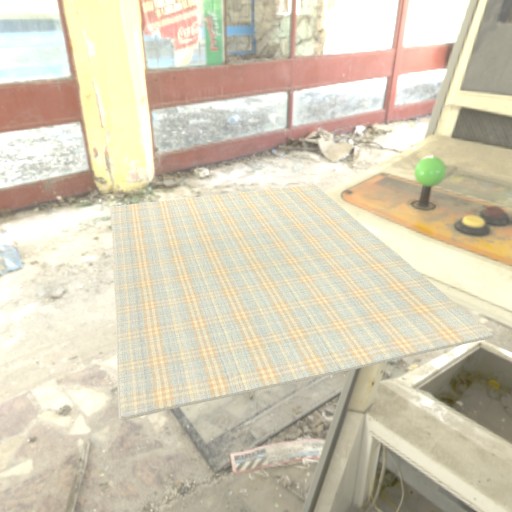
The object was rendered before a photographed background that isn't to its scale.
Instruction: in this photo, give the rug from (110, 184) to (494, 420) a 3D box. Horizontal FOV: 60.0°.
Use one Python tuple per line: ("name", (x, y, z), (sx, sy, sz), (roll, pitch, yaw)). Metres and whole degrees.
("rug", (0.000, 0.000, 3.964), (2.462, 0.030, 3.066), (-8, 31, -15))
